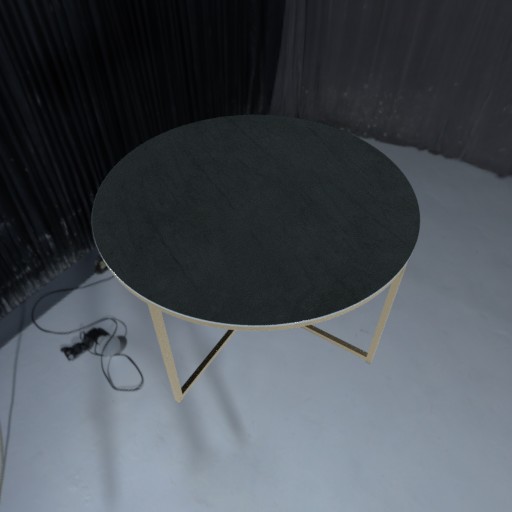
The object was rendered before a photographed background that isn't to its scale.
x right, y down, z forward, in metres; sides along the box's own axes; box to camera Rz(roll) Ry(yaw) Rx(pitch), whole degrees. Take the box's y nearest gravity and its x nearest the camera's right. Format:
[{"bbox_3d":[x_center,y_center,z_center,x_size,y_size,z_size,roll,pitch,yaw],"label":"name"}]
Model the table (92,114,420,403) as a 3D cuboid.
[{"bbox_3d":[0.000,0.000,1.276,0.800,0.450,0.800,0,46,0],"label":"table"}]
